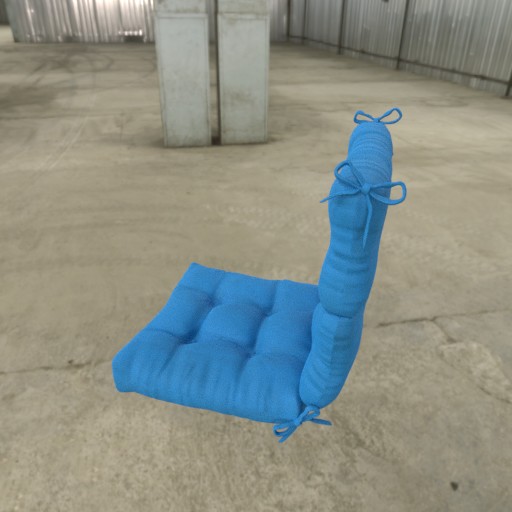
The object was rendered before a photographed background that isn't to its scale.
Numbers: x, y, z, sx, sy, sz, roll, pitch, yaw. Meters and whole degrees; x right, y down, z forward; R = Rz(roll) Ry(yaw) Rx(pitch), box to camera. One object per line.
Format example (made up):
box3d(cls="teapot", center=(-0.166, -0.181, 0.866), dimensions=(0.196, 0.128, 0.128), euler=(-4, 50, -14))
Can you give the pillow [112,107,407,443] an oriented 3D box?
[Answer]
box3d(cls="pillow", center=(0.000, 0.000, 1.017), dimensions=(0.571, 0.605, 0.519), euler=(8, 30, 14))
